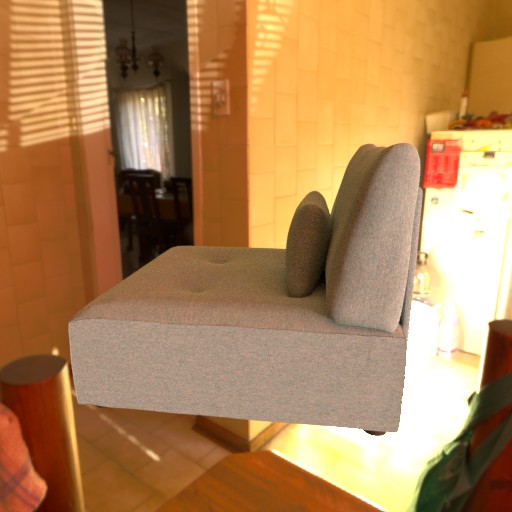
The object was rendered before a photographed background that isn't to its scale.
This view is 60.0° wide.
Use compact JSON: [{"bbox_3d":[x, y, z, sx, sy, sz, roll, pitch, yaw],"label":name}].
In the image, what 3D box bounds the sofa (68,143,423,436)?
[{"bbox_3d":[0.000,0.000,1.664,1.000,0.820,0.930,2,14,8],"label":"sofa"}]
